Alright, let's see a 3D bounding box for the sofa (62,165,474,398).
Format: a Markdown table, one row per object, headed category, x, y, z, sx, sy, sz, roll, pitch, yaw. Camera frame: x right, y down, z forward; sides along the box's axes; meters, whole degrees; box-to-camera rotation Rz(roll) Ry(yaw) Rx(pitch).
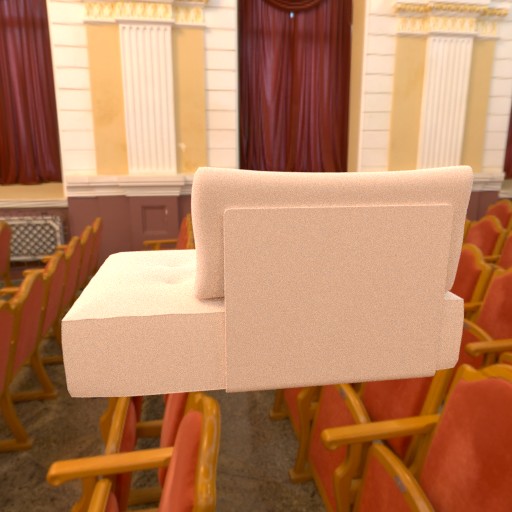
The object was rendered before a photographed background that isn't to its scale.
| category | x | y | z | sx | sy | sz | roll | pitch | yaw |
| --- | --- | --- | --- | --- | --- | --- | --- | --- | --- |
| sofa | 0.000 | 0.000 | 2.001 | 1.450 | 0.820 | 1.000 | -2 | 13 | -9 |
